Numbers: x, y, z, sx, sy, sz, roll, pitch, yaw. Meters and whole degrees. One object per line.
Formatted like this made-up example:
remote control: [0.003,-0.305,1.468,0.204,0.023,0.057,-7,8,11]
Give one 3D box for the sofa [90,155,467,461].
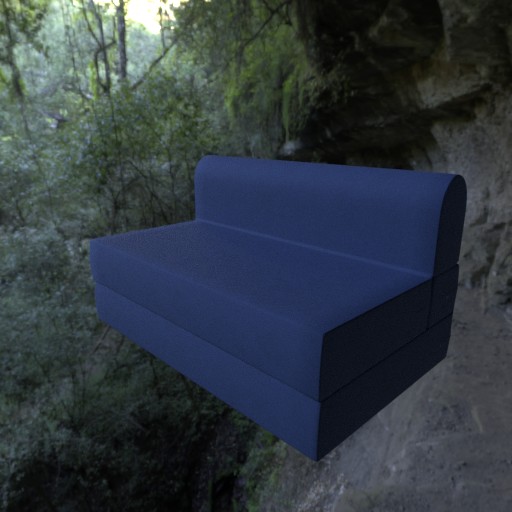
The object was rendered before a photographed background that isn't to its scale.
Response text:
sofa: [0.000,0.000,1.662,0.762,0.660,1.219,-16,23,-42]
